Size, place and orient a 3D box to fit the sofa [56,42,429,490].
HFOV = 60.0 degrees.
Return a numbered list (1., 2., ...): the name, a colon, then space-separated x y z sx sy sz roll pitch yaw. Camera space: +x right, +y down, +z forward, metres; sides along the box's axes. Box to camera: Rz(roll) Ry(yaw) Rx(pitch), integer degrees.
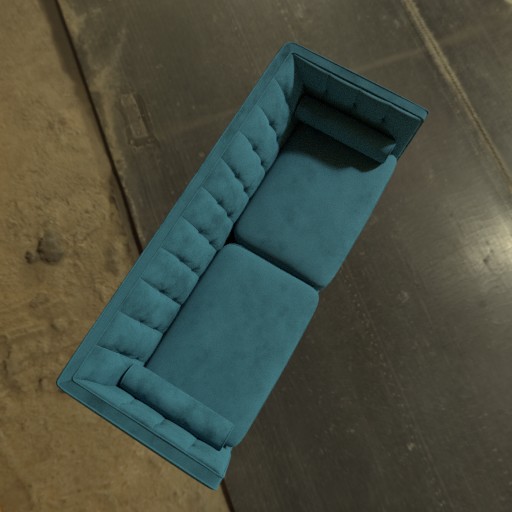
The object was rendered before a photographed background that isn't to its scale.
1. sofa: 0.000 0.000 2.458 0.867 0.789 2.087 30 78 7
